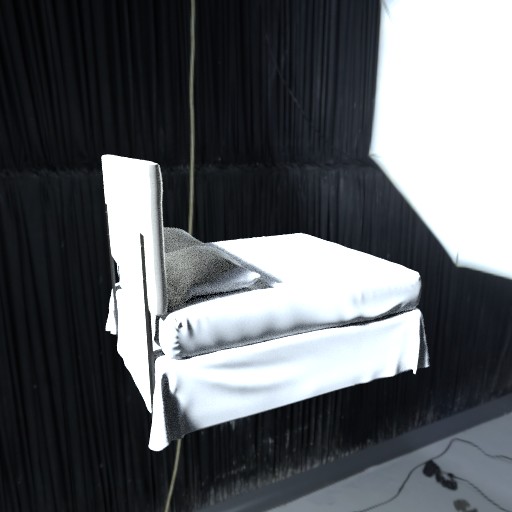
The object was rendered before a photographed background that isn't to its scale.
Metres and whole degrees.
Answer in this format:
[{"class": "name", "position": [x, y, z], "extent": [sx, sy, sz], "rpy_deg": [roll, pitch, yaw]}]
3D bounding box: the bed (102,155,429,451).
[{"class": "bed", "position": [0.000, 0.000, 3.574], "extent": [2.222, 1.577, 1.936], "rpy_deg": [-7, 16, -25]}]
